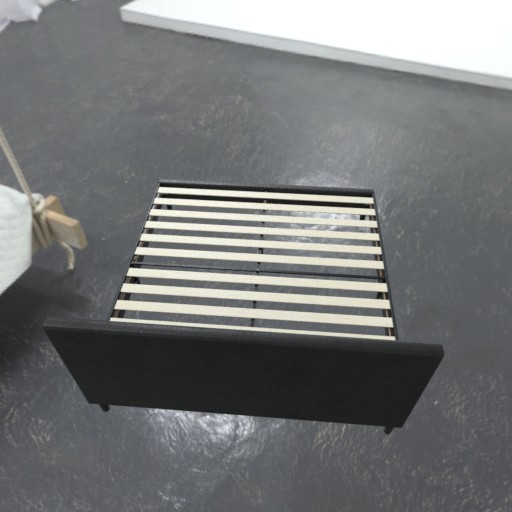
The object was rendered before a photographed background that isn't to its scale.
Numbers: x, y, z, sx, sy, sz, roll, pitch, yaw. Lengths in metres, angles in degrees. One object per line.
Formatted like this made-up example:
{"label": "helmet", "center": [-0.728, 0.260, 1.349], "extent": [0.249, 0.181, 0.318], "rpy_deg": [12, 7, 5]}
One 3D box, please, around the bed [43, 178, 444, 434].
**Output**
{"label": "bed", "center": [0.000, 0.000, 3.312], "extent": [2.018, 1.046, 2.152], "rpy_deg": [3, 47, 3]}
